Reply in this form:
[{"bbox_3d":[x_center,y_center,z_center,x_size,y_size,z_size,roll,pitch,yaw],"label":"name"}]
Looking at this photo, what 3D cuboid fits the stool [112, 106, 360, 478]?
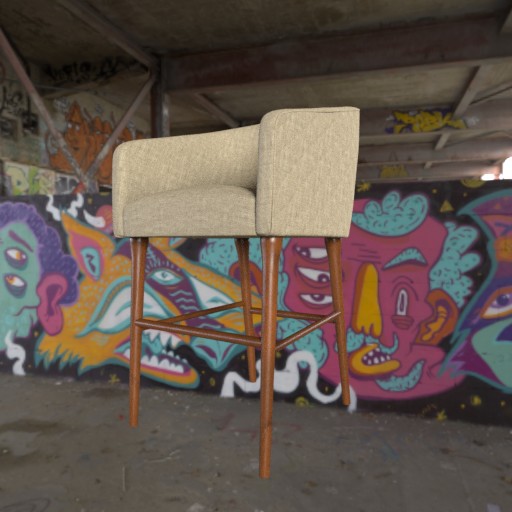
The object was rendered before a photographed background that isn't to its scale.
[{"bbox_3d":[0.000,0.000,1.323,0.559,0.952,0.635,1,2,36],"label":"stool"}]
